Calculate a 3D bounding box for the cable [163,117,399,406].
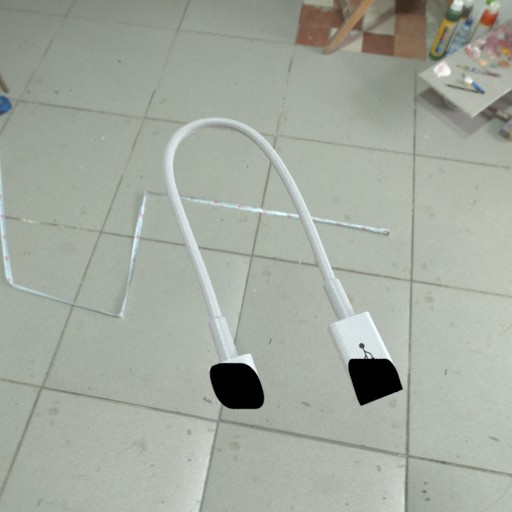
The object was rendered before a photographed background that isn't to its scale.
[{"bbox_3d":[0.000,0.000,0.115,0.040,0.006,0.098,-17,65,-9],"label":"cable"}]
